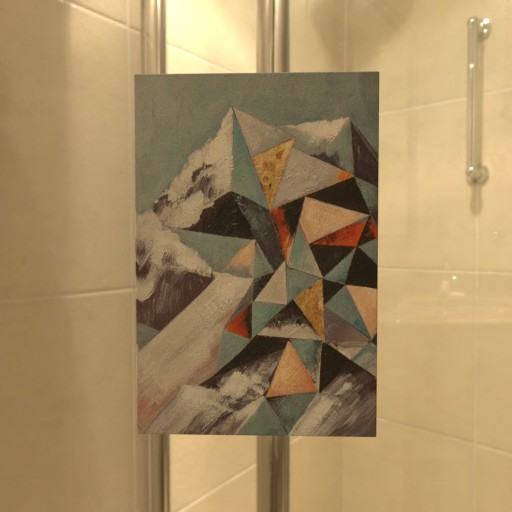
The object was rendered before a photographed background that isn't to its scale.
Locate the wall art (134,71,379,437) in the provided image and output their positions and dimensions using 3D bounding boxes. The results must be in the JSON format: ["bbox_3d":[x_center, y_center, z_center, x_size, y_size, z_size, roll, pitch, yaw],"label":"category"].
[{"bbox_3d":[0.000,0.000,1.139,0.609,0.911,0.061,0,2,2],"label":"wall art"}]
